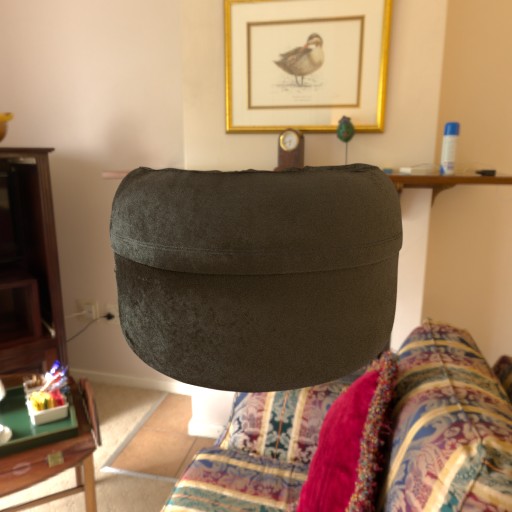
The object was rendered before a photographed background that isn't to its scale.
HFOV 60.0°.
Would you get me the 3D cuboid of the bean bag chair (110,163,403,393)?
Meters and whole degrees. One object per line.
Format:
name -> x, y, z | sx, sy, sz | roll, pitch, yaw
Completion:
bean bag chair -> 0.000, 0.000, 1.481 | 0.918, 0.605, 0.918 | 0, 12, 0
